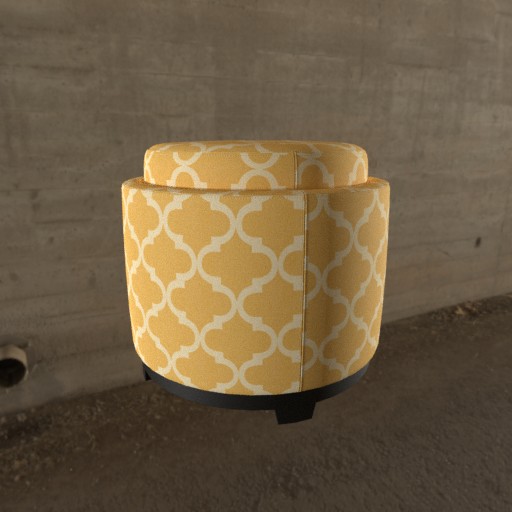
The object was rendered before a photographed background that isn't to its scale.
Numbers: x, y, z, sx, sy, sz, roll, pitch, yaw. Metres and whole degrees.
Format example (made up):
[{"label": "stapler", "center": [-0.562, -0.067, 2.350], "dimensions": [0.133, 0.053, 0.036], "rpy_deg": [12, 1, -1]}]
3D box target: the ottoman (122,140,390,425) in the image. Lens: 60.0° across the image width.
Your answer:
[{"label": "ottoman", "center": [0.000, 0.000, 0.849], "dimensions": [0.480, 0.429, 0.480], "rpy_deg": [0, 15, 0]}]
